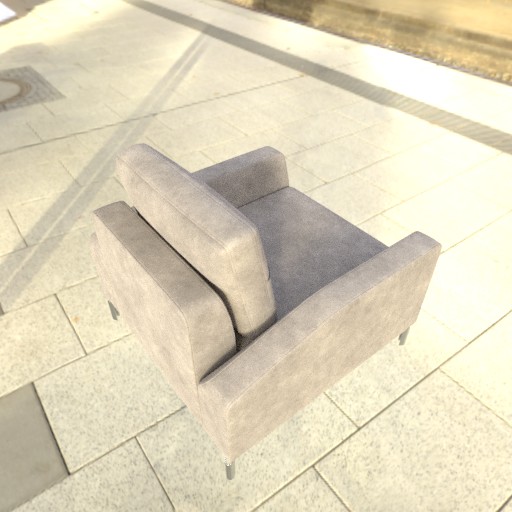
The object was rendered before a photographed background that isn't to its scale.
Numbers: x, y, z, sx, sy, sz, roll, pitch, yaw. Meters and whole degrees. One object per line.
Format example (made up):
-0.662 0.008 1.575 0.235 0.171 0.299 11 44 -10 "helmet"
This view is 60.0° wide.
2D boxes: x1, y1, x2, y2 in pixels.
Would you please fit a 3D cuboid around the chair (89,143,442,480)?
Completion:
0.000 0.000 1.587 0.900 0.800 0.900 -27 47 -28 "chair"
